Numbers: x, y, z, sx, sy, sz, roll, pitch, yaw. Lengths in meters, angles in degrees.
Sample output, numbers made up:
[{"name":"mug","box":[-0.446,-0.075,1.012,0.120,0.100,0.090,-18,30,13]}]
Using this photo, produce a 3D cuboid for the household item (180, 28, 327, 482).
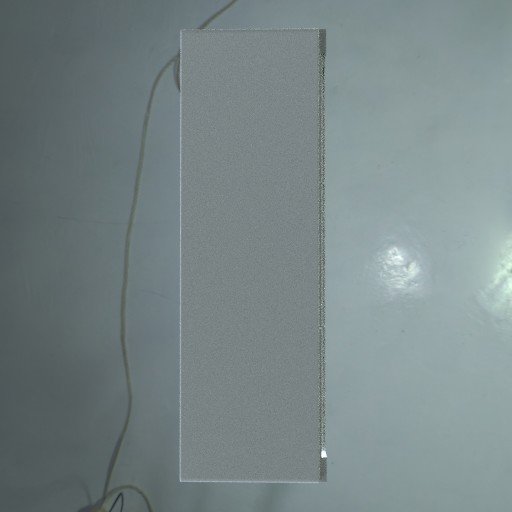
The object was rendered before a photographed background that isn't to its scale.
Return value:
[{"name":"household item","box":[0.000,0.000,1.705,0.420,0.867,1.300,0,89,1]}]
